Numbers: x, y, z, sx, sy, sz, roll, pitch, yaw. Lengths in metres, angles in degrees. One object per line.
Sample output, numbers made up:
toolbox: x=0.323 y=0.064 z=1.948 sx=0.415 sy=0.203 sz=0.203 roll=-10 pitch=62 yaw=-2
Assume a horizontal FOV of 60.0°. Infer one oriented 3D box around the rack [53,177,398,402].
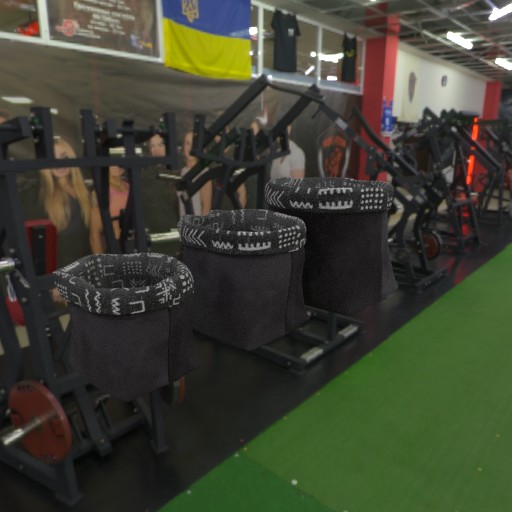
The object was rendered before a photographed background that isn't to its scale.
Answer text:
rack: x=0.000 y=0.000 z=1.073 sx=0.379 sy=0.323 sz=0.905 roll=14 pitch=20 yaw=41
